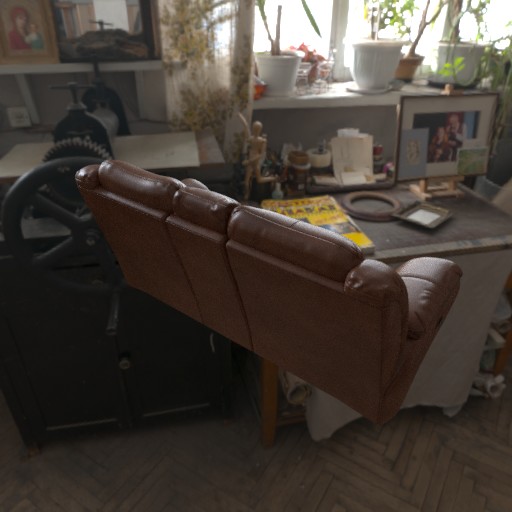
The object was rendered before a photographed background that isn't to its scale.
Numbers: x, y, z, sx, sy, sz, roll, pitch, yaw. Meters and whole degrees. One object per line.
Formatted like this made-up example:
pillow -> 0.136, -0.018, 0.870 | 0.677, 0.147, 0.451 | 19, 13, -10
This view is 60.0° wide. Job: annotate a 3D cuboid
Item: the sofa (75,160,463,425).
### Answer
sofa -> 0.000, 0.000, 2.580 | 2.058, 1.043, 0.991 | 22, 37, 32
